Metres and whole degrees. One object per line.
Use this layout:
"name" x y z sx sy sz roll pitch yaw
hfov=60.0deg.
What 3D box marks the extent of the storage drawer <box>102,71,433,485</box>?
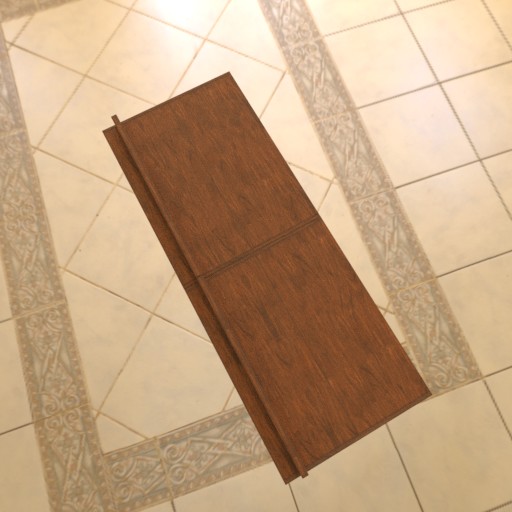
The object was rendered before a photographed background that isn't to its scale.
"storage drawer" 0.000 0.000 2.223 0.774 0.339 1.914 -28 77 -7
